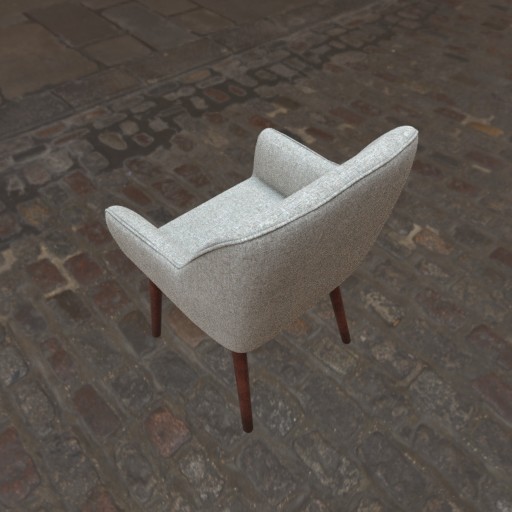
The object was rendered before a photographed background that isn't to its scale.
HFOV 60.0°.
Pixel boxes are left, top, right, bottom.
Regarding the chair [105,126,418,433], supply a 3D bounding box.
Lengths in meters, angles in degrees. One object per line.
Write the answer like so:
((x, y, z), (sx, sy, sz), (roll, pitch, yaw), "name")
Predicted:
((0.000, 0.000, 1.159), (0.543, 0.803, 0.519), (-34, 56, -27), "chair")
